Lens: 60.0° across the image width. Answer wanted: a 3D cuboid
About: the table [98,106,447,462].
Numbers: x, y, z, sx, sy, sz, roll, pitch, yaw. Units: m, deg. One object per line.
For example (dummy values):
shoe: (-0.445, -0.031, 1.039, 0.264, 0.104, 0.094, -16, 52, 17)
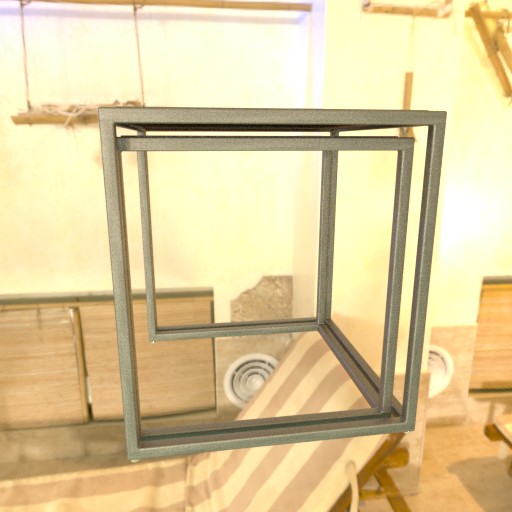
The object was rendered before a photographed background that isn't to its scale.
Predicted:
table: (0.000, 0.000, 0.834, 0.449, 0.500, 0.450, -2, 15, -8)
